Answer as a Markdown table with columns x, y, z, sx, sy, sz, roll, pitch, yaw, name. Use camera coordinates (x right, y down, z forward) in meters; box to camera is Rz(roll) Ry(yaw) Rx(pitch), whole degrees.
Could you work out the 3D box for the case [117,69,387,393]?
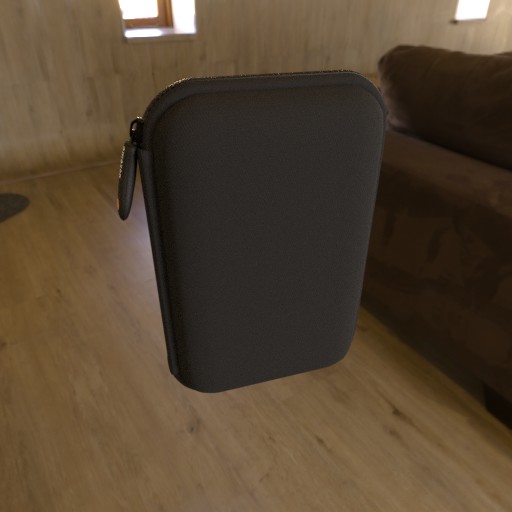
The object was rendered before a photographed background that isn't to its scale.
| x | y | z | sx | sy | sz | roll | pitch | yaw | name |
| --- | --- | --- | --- | --- | --- | --- | --- | --- | --- |
| 0.000 | 0.000 | 0.192 | 0.107 | 0.147 | 0.030 | -9 | 33 | -14 | case |
